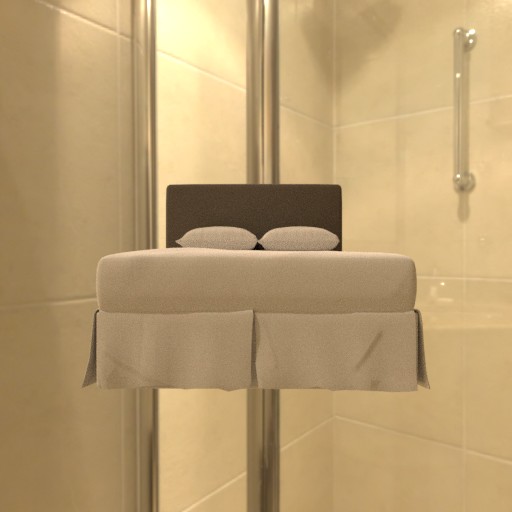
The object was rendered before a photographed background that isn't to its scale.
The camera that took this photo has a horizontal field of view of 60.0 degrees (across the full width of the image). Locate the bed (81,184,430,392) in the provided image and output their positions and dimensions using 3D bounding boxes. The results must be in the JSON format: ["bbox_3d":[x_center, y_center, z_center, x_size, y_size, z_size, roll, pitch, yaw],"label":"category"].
[{"bbox_3d":[0.000,0.000,3.187,1.723,1.330,2.142,0,1,0],"label":"bed"}]
